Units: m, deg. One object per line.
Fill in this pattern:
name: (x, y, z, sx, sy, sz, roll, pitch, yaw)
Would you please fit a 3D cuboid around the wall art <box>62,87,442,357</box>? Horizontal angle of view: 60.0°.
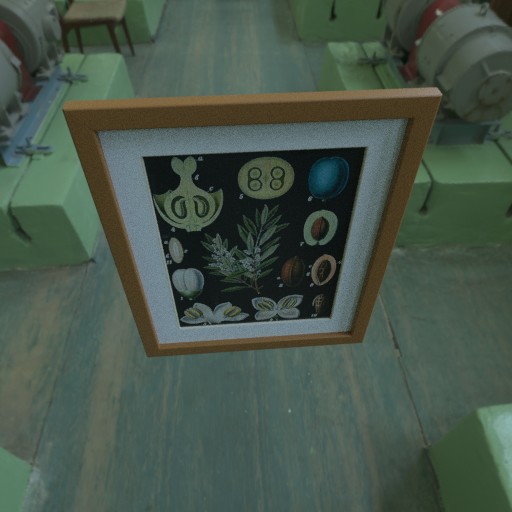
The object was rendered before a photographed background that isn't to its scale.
wall art: (0.000, 0.000, 0.727, 0.449, 0.550, 0.021, -3, 47, -3)
